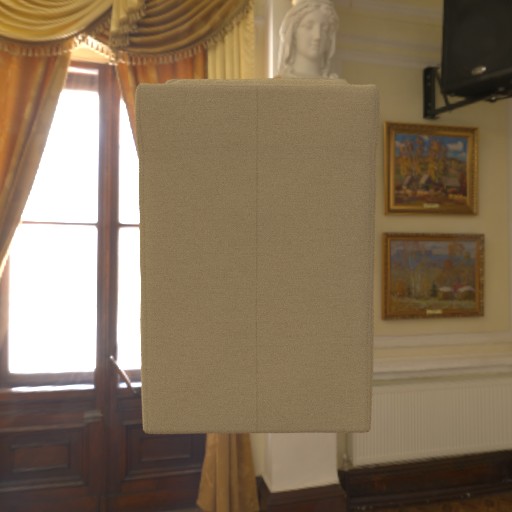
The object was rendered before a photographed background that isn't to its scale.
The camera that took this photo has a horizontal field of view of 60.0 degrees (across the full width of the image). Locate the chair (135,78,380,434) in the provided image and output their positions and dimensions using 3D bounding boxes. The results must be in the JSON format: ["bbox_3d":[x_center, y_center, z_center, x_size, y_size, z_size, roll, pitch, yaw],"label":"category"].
[{"bbox_3d":[0.000,0.000,1.381,0.626,0.914,0.694,0,-2,-1],"label":"chair"}]
